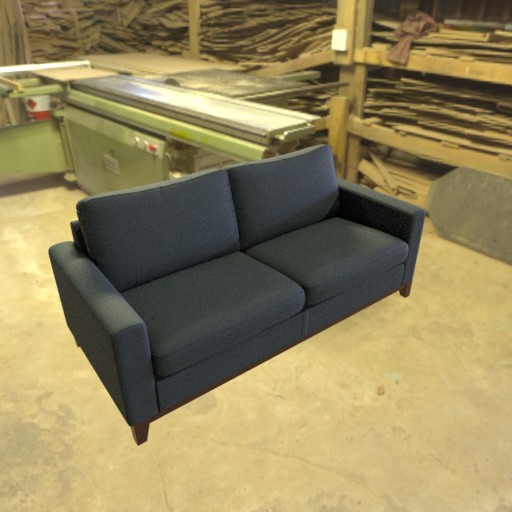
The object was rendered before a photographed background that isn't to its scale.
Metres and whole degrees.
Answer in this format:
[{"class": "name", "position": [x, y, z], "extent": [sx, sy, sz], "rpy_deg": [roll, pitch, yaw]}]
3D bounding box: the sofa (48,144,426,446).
[{"class": "sofa", "position": [0.000, 0.000, 2.436], "extent": [1.900, 0.865, 0.877], "rpy_deg": [-20, 35, -32]}]
